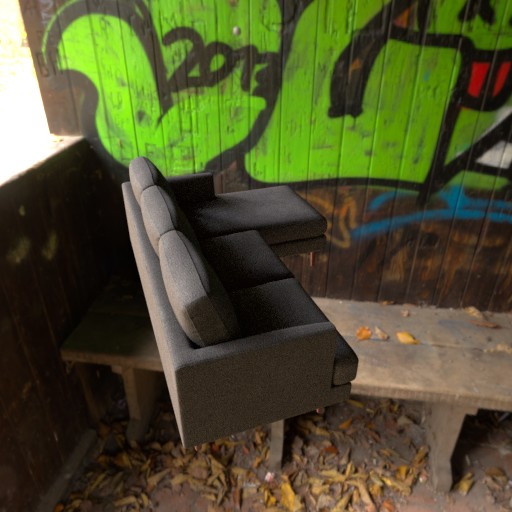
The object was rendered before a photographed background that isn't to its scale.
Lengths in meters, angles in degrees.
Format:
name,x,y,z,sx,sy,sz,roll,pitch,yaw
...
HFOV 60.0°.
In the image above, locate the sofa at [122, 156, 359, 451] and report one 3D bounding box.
name,x,y,z,sx,sy,sz,roll,pitch,yaw
sofa,0.000,0.000,3.008,1.504,0.956,2.233,-10,32,-17
